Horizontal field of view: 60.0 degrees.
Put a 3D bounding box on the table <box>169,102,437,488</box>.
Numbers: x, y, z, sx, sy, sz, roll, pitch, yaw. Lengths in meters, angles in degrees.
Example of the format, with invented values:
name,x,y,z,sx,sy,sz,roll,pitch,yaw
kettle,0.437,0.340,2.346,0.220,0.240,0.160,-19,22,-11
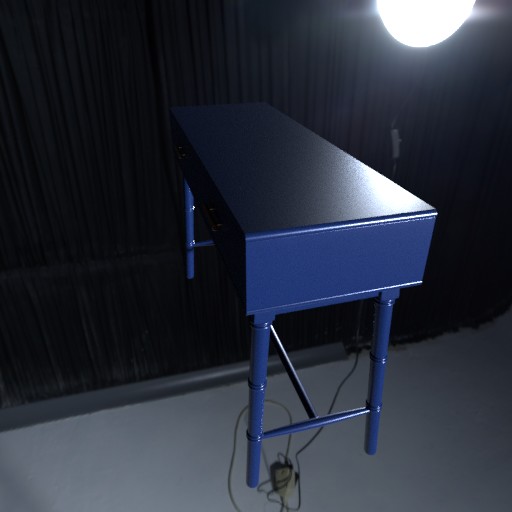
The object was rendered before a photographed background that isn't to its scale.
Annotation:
name,x,y,z,sx,sy,sz,roll,pitch,yaw
table,0.000,0.000,1.448,0.399,0.749,1.118,-8,31,-14
